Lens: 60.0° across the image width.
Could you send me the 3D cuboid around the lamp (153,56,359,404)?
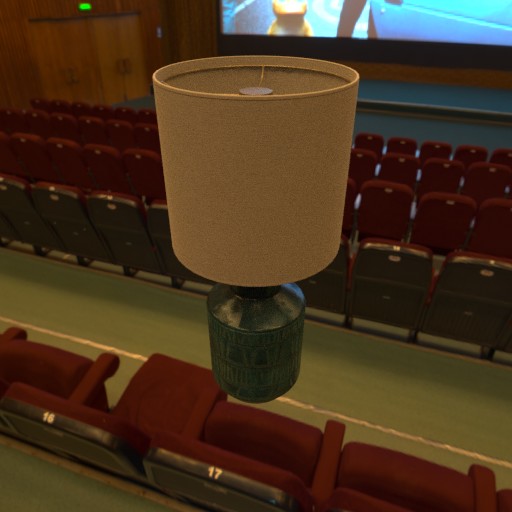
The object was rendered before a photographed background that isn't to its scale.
[{"bbox_3d":[0.000,0.000,0.583,0.211,0.455,0.211,11,34,16],"label":"lamp"}]
